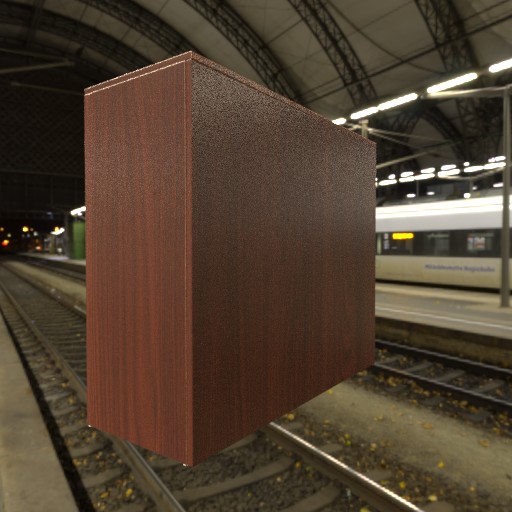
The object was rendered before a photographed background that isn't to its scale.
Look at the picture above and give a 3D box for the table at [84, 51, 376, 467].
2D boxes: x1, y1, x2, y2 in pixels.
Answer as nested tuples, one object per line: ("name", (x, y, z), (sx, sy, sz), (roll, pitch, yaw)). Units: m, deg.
("table", (0.000, 0.000, 1.323), (0.380, 0.790, 0.930), (1, 2, 36))
